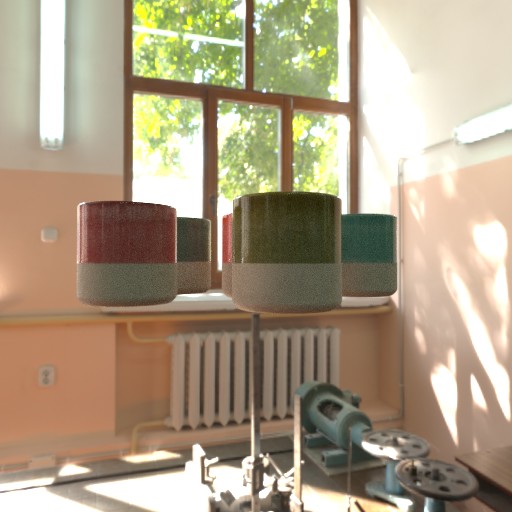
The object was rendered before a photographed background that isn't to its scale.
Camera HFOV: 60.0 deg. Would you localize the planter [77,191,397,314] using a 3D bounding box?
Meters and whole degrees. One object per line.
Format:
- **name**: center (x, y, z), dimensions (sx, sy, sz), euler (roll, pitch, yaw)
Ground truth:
- **planter**: center (0.000, 0.000, 0.422), dimensions (0.257, 0.075, 0.286), euler (0, -1, 17)
